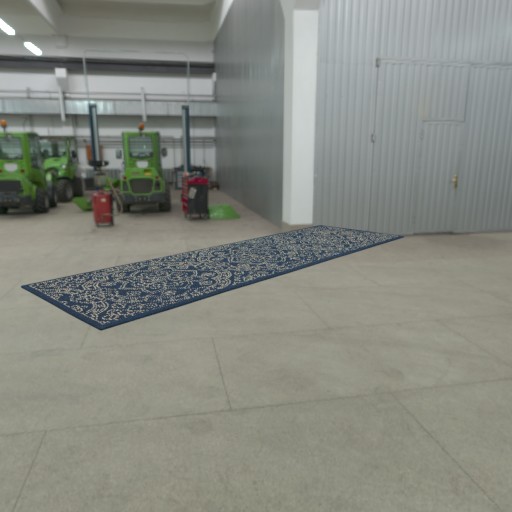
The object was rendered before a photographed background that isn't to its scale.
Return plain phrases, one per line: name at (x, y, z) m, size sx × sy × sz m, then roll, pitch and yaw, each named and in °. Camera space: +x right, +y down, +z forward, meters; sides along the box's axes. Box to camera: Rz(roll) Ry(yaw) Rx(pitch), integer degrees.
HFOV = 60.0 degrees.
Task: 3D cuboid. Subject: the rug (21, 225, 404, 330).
rug at (0.000, 0.000, 2.709) m, size 0.769 × 0.012 × 2.448 m, roll 12°, pitch 18°, yaw 42°
